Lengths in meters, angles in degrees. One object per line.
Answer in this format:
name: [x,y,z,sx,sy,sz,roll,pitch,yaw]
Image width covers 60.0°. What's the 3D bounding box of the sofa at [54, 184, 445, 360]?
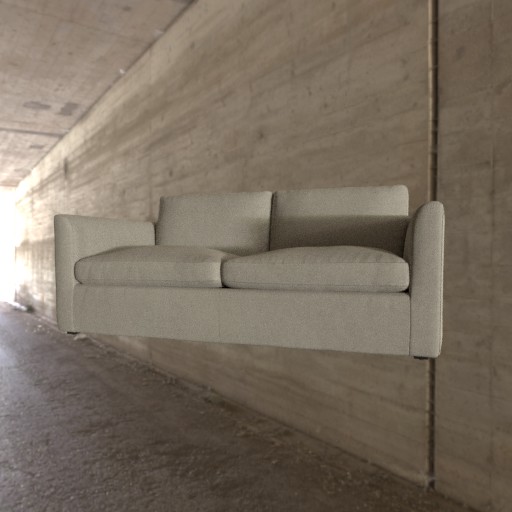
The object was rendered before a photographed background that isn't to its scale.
sofa: [0.000,0.000,2.532,1.905,0.839,1.091,0,1,19]
